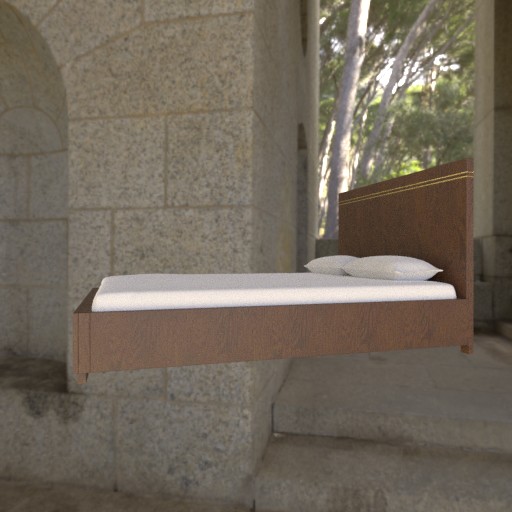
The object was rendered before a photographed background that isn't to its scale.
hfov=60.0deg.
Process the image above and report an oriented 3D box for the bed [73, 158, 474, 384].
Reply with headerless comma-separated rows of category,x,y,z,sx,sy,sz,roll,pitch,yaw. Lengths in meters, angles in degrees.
bed,0.000,0.000,3.089,2.221,1.169,1.613,0,0,-17
